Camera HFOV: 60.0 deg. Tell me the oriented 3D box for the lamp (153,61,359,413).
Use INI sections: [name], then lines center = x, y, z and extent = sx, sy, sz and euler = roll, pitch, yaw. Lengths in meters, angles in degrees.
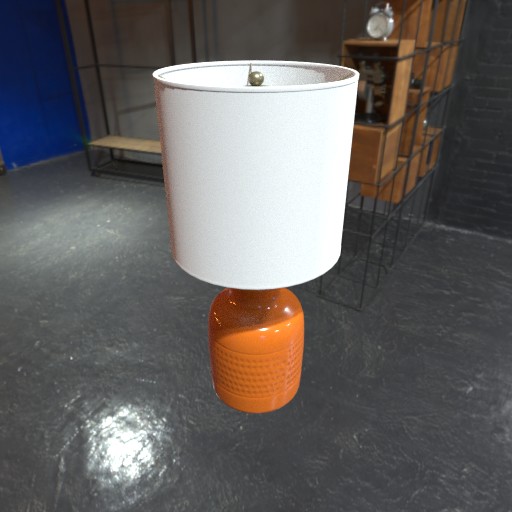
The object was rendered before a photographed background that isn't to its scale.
[lamp]
center = 0.000, 0.000, 1.126
extent = 0.418, 0.871, 0.418
euler = 19, 34, 30
